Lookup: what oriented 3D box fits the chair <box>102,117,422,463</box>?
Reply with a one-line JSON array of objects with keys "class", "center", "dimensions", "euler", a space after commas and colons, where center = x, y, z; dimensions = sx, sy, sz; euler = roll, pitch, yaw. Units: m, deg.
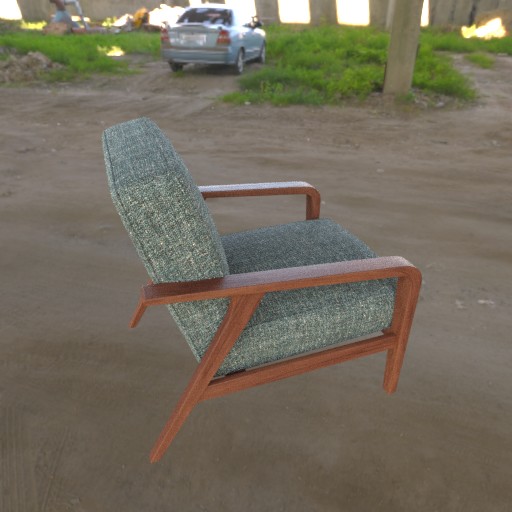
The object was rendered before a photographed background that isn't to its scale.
[{"class": "chair", "center": [0.000, 0.000, 1.489], "dimensions": [0.889, 0.864, 0.719], "euler": [-10, 31, -17]}]
